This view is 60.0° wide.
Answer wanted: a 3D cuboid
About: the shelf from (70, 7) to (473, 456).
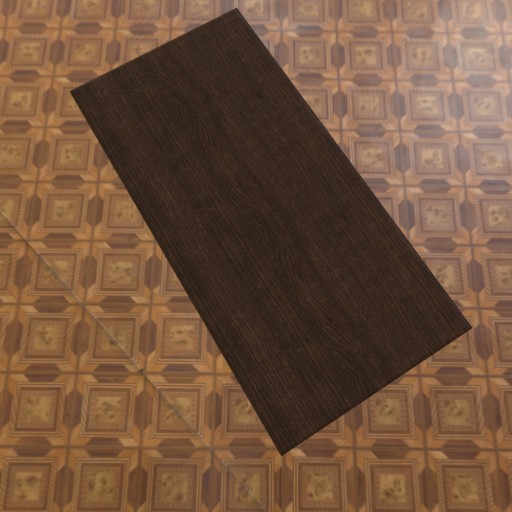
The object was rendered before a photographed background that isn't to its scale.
[{"bbox_3d":[0.000,0.000,1.203,0.390,0.786,0.790,-31,77,-8],"label":"shelf"}]
